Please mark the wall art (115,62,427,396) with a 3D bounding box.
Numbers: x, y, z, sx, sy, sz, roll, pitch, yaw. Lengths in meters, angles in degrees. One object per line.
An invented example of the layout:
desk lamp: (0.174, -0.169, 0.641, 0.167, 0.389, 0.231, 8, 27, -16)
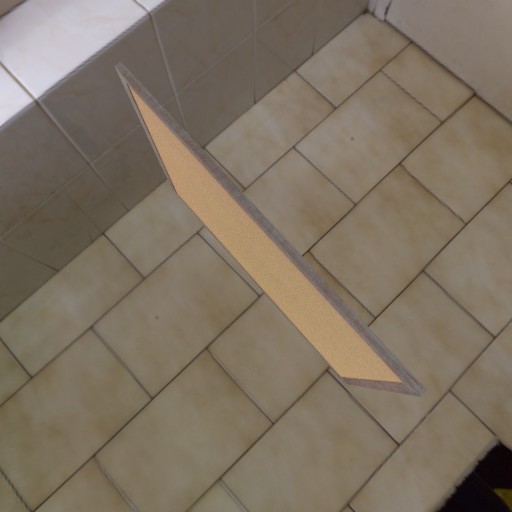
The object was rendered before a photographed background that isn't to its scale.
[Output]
wall art: (0.000, 0.000, 1.351, 0.019, 0.774, 1.012, -40, 79, -9)
